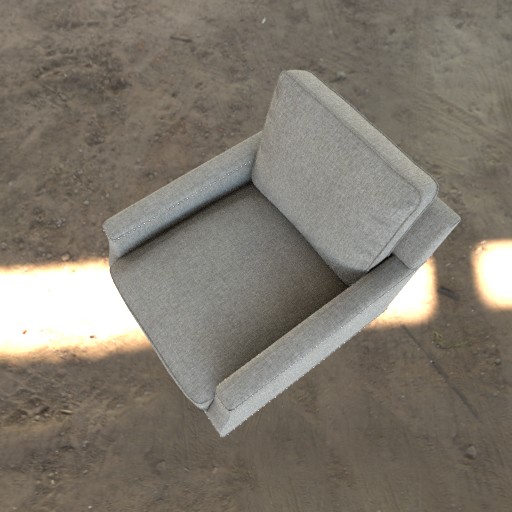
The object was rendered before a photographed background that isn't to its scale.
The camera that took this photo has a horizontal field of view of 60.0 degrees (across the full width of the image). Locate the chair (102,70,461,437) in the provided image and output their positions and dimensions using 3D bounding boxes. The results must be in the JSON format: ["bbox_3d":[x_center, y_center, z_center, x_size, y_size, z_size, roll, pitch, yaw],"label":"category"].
[{"bbox_3d":[0.000,0.000,1.711,1.014,0.943,0.853,-33,68,-16],"label":"chair"}]
